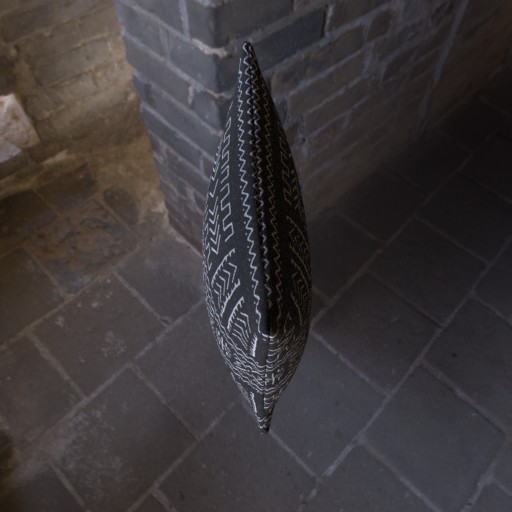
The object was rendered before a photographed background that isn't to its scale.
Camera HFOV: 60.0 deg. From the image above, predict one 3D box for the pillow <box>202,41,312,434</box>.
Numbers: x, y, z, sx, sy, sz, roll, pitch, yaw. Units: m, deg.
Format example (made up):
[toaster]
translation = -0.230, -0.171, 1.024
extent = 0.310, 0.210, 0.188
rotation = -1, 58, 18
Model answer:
[pillow]
translation = 0.000, 0.000, 0.674
extent = 0.164, 0.430, 0.438
rotation = -3, 58, -2
